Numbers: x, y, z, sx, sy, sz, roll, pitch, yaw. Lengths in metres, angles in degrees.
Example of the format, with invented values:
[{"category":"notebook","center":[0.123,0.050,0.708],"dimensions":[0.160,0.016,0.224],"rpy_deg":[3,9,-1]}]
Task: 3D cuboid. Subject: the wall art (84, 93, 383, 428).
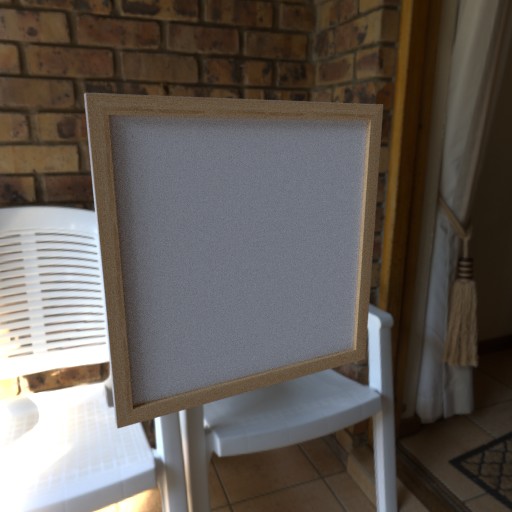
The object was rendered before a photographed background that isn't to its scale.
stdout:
[{"category":"wall art","center":[0.000,0.000,1.145],"dimensions":[0.762,0.762,0.027],"rpy_deg":[-8,17,-26]}]
